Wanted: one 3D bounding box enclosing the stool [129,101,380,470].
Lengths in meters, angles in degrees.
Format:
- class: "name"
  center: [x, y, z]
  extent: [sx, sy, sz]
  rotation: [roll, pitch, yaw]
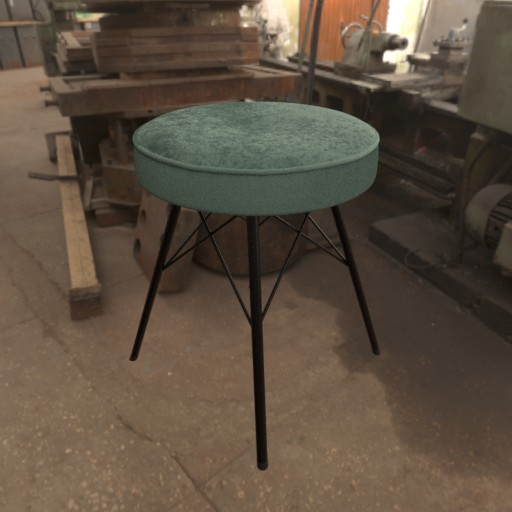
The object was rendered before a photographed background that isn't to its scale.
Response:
- class: "stool"
  center: [0.000, 0.000, 0.866]
  extent: [0.457, 0.519, 0.458]
  rotation: [-22, 36, -33]
